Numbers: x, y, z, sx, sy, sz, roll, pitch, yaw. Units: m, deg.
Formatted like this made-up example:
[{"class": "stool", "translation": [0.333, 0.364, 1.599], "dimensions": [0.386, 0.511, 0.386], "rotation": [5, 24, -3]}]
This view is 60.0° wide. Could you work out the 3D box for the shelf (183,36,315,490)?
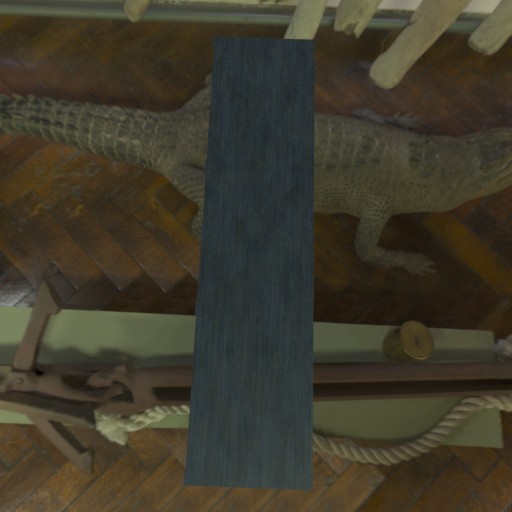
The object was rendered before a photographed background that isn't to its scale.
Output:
[{"class": "shelf", "translation": [0.000, 0.000, 2.152], "dimensions": [0.471, 0.715, 1.878], "rotation": [2, 76, 0]}]
